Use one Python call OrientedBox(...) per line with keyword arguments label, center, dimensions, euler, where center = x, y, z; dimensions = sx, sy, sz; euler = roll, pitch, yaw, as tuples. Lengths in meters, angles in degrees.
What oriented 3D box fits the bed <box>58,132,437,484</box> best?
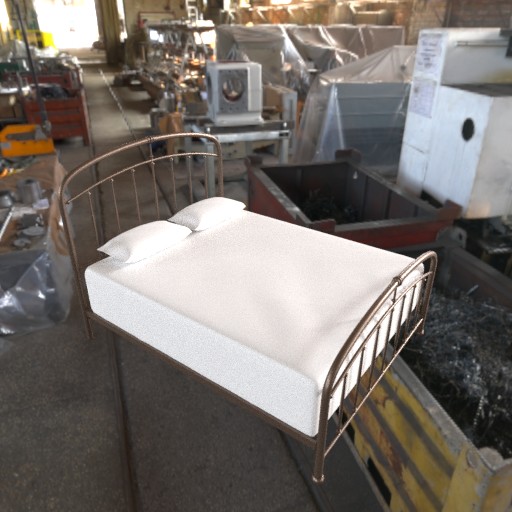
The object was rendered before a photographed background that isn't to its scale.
OrientedBox(label="bed", center=(0.000, 0.000, 3.267), dimensions=(2.168, 1.475, 1.711), euler=(19, 33, 32))
